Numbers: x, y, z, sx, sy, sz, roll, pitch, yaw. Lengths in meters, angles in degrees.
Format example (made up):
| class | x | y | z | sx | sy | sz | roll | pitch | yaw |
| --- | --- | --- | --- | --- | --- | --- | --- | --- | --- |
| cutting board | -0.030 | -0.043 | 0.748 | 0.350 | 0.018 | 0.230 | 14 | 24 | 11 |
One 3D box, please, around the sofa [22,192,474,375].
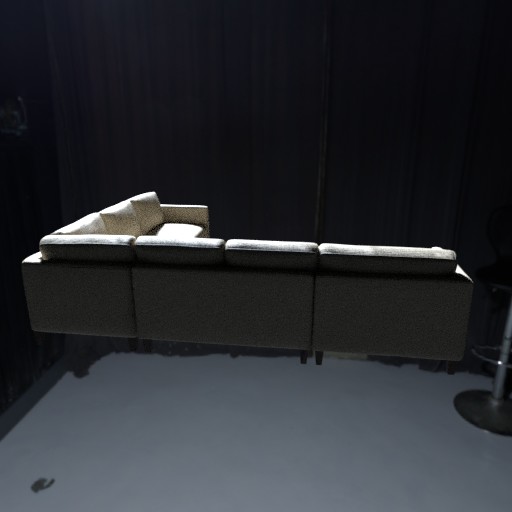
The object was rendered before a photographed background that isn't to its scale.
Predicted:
| class | x | y | z | sx | sy | sz | roll | pitch | yaw |
| --- | --- | --- | --- | --- | --- | --- | --- | --- | --- |
| sofa | 0.000 | 0.000 | 4.559 | 3.460 | 0.959 | 2.593 | 2 | 17 | 8 |
